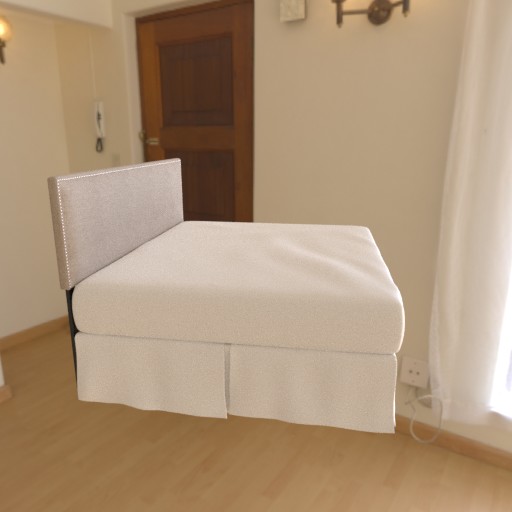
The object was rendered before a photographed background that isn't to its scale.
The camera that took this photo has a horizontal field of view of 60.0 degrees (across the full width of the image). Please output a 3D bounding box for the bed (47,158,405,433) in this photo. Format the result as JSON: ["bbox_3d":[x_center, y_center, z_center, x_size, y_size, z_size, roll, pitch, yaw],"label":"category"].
[{"bbox_3d":[0.000,0.000,3.360,1.914,1.346,2.170,2,15,8],"label":"bed"}]
